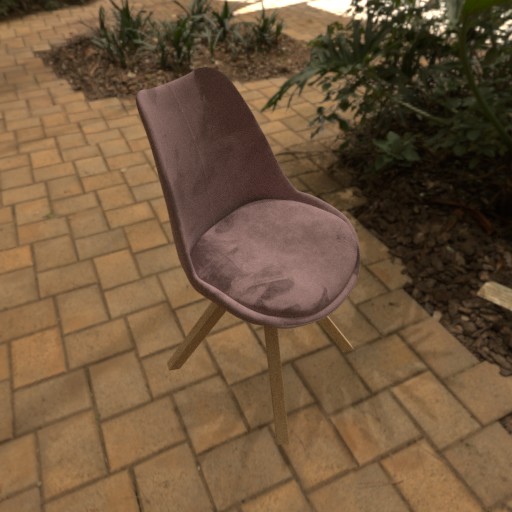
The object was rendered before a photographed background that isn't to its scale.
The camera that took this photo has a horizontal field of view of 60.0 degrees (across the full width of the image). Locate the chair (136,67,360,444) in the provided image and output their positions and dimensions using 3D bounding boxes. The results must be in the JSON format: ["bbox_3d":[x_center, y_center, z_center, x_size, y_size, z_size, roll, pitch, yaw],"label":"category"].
[{"bbox_3d":[0.000,0.000,1.213,0.550,0.850,0.485,25,47,26],"label":"chair"}]
